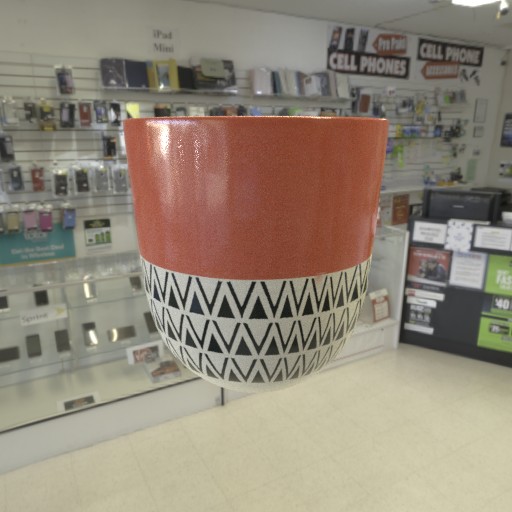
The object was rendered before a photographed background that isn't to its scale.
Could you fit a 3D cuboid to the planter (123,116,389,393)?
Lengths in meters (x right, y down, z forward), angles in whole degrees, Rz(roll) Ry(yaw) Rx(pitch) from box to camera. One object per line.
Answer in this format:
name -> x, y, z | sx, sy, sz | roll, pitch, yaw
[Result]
planter -> 0.000, 0.000, 0.366 | 0.195, 0.214, 0.195 | 0, 16, 0
